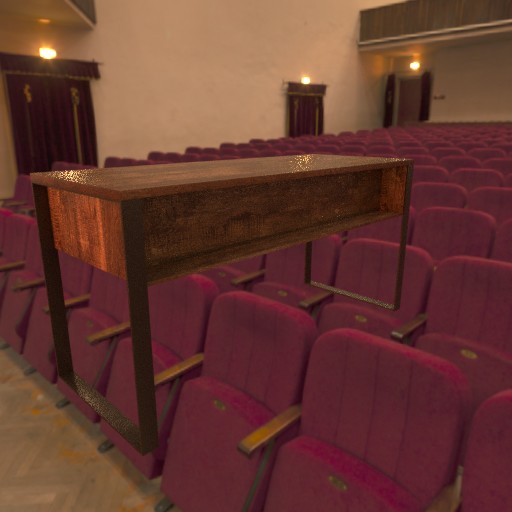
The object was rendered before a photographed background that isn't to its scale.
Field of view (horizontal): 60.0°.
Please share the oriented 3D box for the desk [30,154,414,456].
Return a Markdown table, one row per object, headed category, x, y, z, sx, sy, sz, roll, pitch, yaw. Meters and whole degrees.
| category | x | y | z | sx | sy | sz | roll | pitch | yaw |
| --- | --- | --- | --- | --- | --- | --- | --- | --- | --- |
| desk | 0.000 | 0.000 | 1.888 | 0.599 | 0.762 | 1.524 | 16 | 22 | 43 |
